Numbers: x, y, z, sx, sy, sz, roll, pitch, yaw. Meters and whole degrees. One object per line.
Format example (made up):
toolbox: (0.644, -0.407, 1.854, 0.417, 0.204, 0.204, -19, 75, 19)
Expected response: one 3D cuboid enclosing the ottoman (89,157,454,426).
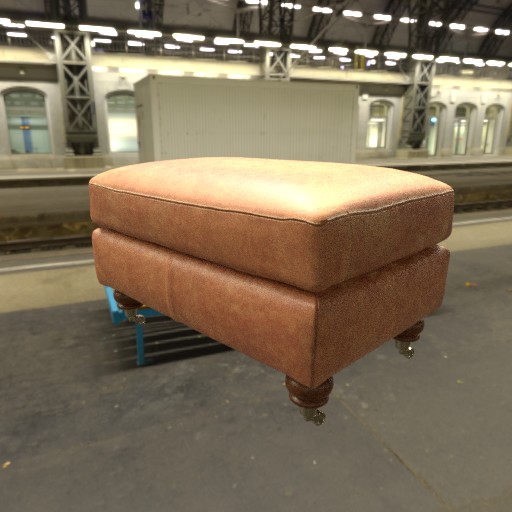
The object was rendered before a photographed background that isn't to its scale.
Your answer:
ottoman: (0.000, 0.000, 1.192, 0.565, 0.507, 0.852, -15, 22, -43)
